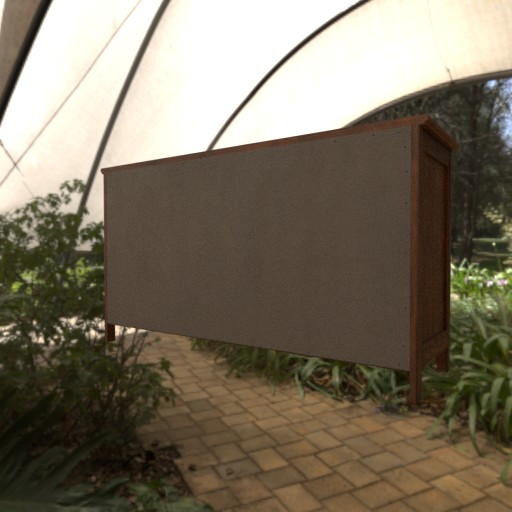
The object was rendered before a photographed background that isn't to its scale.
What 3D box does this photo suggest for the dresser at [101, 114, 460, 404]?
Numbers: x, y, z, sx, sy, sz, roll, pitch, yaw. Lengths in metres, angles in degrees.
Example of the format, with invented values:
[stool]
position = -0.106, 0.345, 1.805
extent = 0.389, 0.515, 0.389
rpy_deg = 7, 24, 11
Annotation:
[dresser]
position = 0.000, 0.000, 1.931
extent = 1.551, 0.856, 0.463
rpy_deg = 1, 1, 35
